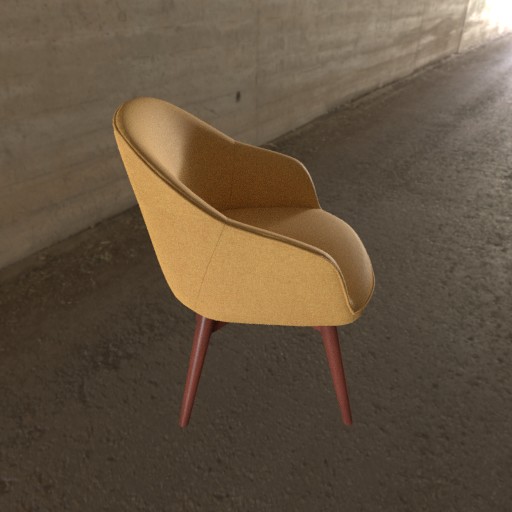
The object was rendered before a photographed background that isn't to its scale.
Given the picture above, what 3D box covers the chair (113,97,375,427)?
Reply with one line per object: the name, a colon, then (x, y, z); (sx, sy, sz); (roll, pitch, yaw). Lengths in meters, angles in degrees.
chair: (0.000, 0.000, 1.238); (0.635, 0.823, 0.596); (0, 31, -1)
